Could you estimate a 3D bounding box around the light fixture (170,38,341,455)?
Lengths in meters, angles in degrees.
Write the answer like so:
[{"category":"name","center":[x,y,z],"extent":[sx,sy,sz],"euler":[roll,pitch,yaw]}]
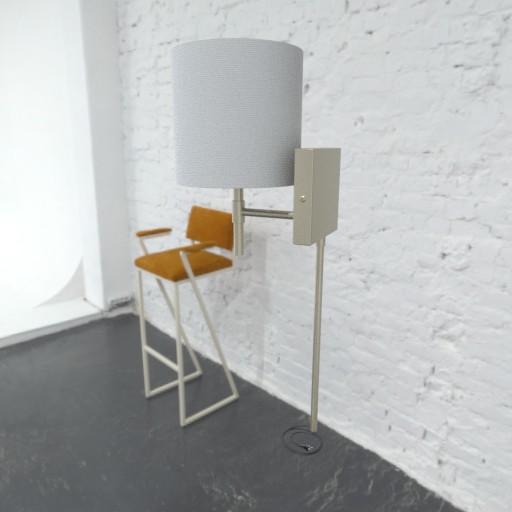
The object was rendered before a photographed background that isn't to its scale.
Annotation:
[{"category":"light fixture","center":[0.000,0.000,0.691],"extent":[0.248,0.589,0.188],"euler":[7,16,25]}]
